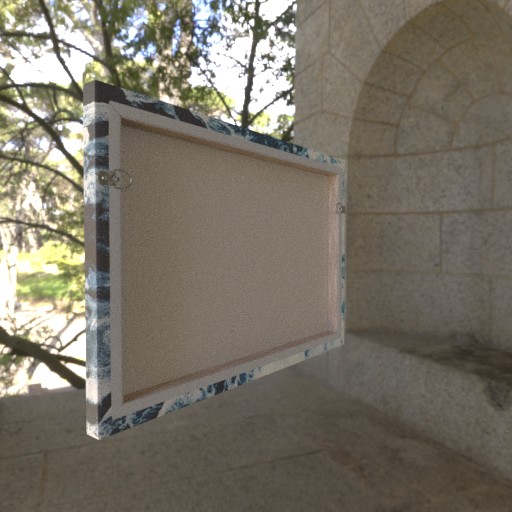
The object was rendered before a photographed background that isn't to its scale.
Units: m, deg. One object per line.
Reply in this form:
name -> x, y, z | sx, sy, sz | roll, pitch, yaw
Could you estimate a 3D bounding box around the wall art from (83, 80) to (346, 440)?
wall art -> 0.000, 0.000, 1.117 | 0.042, 0.610, 0.915 | 1, 2, 38
